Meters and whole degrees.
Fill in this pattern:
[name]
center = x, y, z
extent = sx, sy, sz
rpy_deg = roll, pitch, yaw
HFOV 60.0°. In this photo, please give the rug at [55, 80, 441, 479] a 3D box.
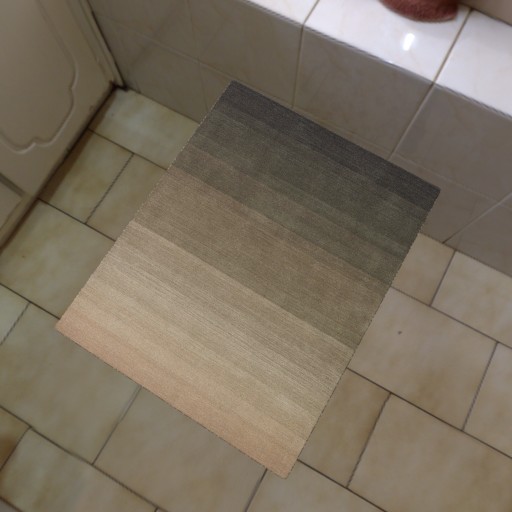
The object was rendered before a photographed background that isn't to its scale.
[rug]
center = 0.000, 0.000, 3.966
extent = 2.305, 0.017, 2.902
rpy_deg = 30, 77, 8
